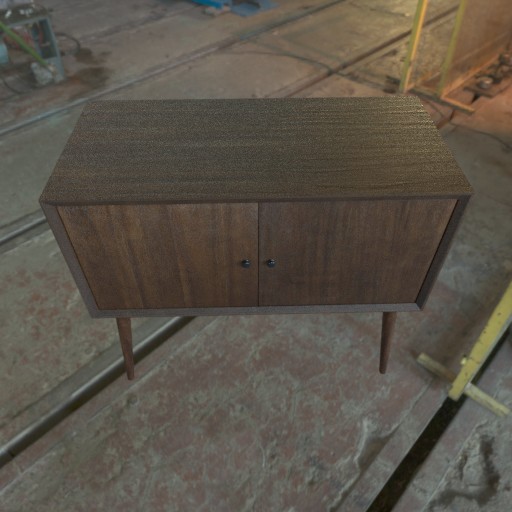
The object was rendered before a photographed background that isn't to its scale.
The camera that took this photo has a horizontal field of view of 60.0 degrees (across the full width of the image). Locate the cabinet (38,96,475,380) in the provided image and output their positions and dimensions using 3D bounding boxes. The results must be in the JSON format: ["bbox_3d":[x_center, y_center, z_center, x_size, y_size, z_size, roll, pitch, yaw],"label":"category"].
[{"bbox_3d":[0.000,0.000,1.110,0.743,0.654,0.354,-1,46,-1],"label":"cabinet"}]
